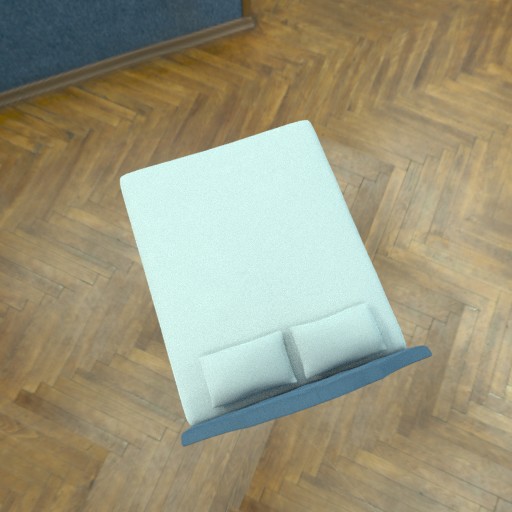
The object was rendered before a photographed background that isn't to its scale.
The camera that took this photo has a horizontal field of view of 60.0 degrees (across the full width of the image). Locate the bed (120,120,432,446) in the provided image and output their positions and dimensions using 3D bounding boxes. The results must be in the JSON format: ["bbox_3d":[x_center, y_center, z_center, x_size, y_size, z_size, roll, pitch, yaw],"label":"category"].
[{"bbox_3d":[0.000,0.000,3.811,2.039,1.617,2.477,-18,75,-5],"label":"bed"}]
